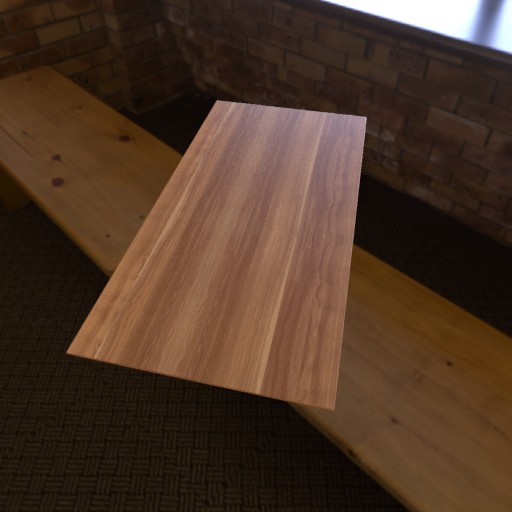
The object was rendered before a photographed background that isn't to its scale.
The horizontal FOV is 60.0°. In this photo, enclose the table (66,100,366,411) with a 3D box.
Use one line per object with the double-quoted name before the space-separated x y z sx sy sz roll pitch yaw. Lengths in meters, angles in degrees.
"table" 0.000 0.000 2.529 1.000 0.770 2.000 9 47 9
